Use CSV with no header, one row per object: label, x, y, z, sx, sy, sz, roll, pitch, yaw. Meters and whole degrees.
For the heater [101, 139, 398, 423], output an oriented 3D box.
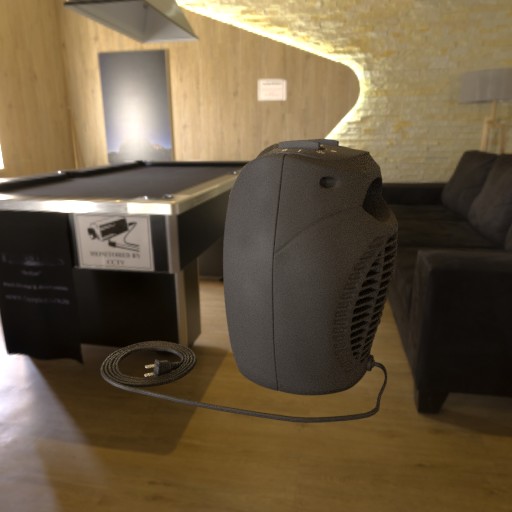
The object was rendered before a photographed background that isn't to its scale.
heater,0.000,0.000,0.471,0.291,0.240,0.239,8,18,25
